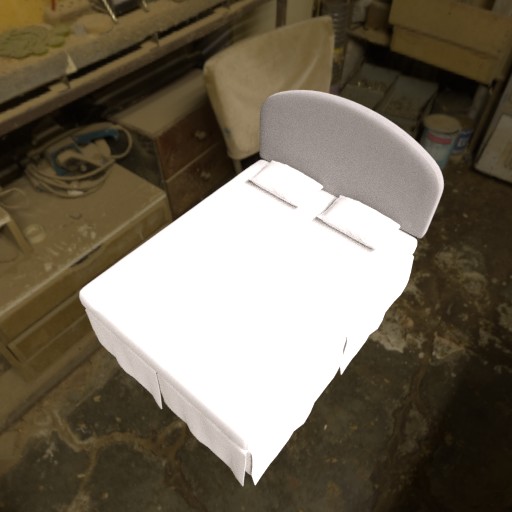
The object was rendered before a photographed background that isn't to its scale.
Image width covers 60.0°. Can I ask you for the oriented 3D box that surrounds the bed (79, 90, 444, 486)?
[{"bbox_3d":[0.000,0.000,2.983,1.607,1.410,2.005,33,56,25],"label":"bed"}]
